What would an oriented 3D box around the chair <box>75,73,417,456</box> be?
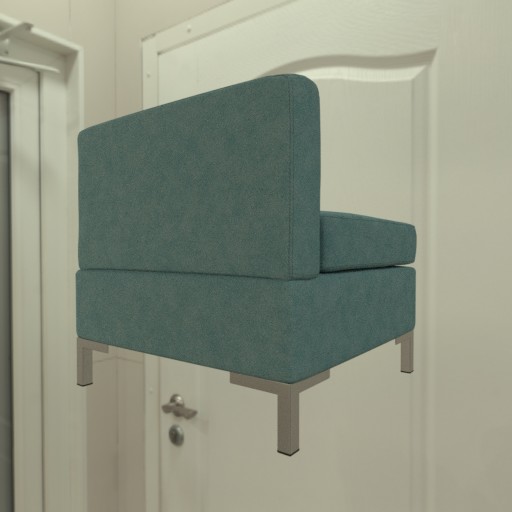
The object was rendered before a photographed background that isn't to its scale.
[{"bbox_3d":[0.000,0.000,1.197,0.684,0.660,0.685,1,1,37],"label":"chair"}]
